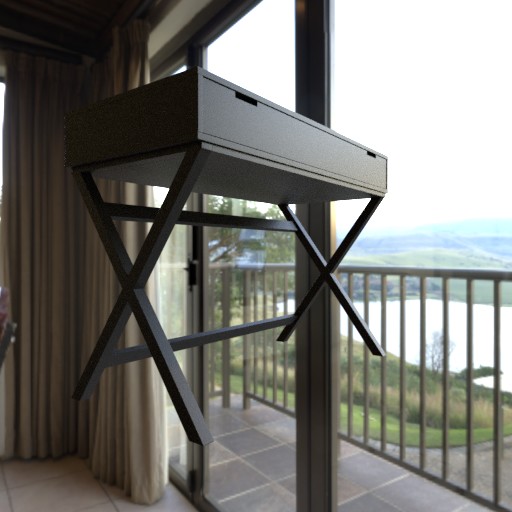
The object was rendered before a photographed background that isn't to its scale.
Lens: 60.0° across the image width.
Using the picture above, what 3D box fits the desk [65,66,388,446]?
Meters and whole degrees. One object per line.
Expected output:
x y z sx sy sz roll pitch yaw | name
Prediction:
0.000 0.000 1.475 0.504 0.780 1.057 0 1 37 | desk
